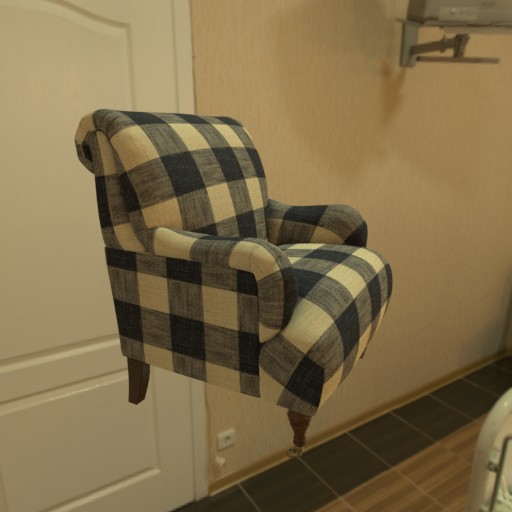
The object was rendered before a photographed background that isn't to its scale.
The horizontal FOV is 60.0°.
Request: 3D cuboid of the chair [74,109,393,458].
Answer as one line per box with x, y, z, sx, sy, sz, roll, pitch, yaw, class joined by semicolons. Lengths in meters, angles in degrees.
0.000;0.000;1.533;0.848;0.953;0.781;8;17;27;chair
